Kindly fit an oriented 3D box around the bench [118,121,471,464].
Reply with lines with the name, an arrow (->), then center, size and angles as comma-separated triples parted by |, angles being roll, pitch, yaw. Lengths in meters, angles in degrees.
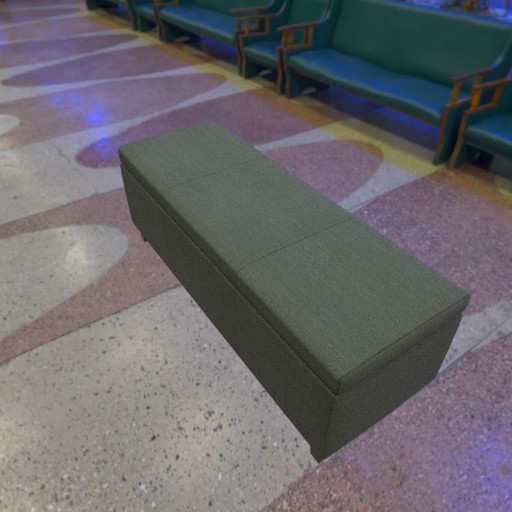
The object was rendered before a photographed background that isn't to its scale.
bench -> 0.000, 0.000, 1.509 | 0.446, 0.438, 1.269 | -24, 46, -25
